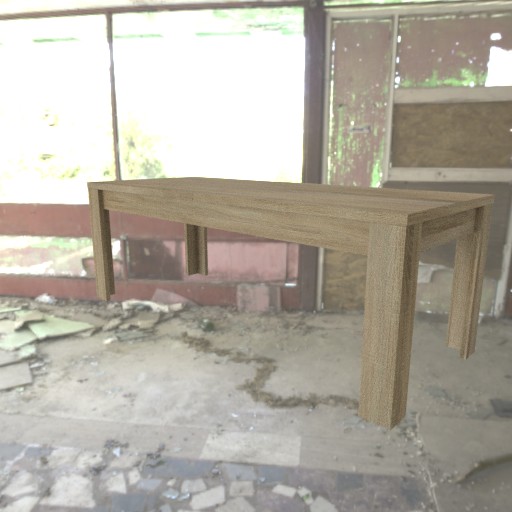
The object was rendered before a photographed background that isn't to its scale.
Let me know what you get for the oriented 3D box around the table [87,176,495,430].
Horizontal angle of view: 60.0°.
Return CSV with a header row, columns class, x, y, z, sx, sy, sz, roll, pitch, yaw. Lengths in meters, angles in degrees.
class,x,y,z,sx,sy,sz,roll,pitch,yaw
table,0.000,0.000,2.567,2.200,0.790,0.900,12,18,42
